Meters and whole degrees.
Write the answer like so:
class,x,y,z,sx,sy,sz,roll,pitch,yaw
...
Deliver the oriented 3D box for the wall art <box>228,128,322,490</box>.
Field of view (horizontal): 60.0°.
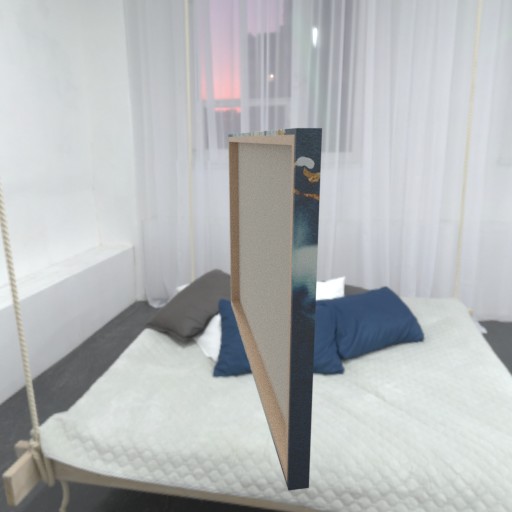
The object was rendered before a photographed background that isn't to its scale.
class,x,y,z,sx,sy,sz,roll,pitch,yaw
wall art,0.000,0.000,1.134,0.038,0.608,0.912,-2,15,-9
